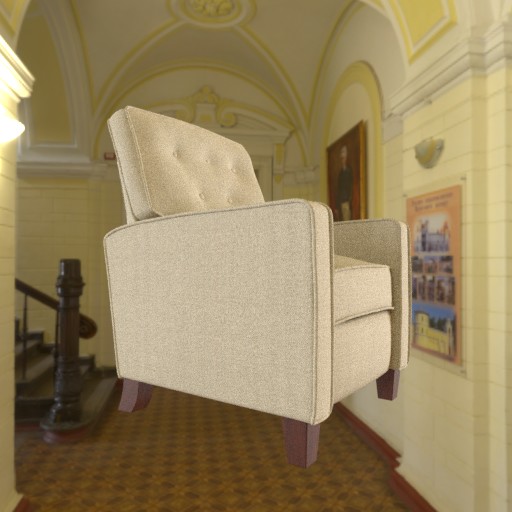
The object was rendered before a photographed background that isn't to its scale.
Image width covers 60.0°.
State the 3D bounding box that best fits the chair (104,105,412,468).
[{"bbox_3d":[0.000,0.000,1.354,0.754,0.888,0.648,0,0,36],"label":"chair"}]
